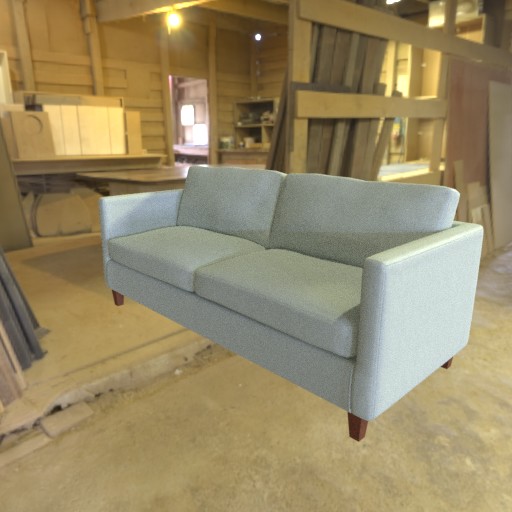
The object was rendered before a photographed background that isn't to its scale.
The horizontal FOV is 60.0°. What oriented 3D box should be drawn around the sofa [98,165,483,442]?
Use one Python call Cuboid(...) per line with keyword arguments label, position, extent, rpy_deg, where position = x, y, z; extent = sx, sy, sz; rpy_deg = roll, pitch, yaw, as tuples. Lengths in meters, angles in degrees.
Cuboid(label="sofa", position=(0.000, 0.000, 2.631), extent=(0.951, 0.965, 2.208), rpy_deg=(-15, 21, -42))
